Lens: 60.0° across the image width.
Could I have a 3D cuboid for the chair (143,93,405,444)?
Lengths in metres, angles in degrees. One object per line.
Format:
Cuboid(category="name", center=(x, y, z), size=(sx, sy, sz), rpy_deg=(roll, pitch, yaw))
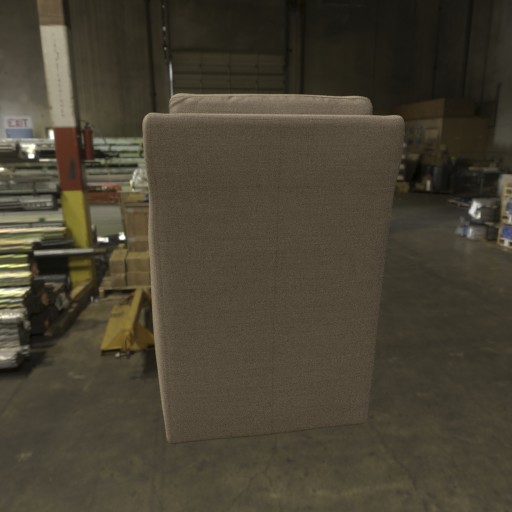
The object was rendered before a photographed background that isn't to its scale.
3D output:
Cuboid(category="chair", center=(0.000, 0.000, 1.385), size=(0.626, 0.914, 0.694), rpy_deg=(-2, 15, -9))
